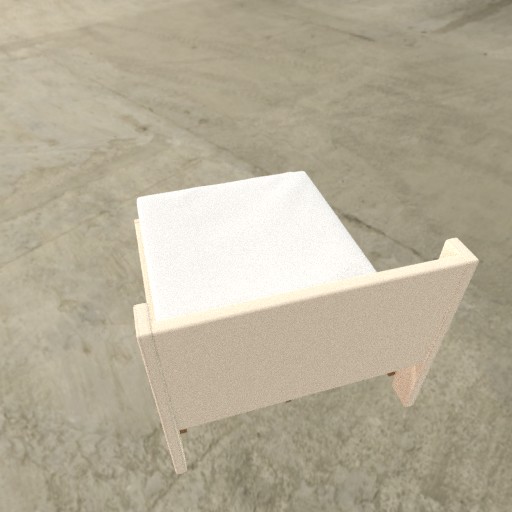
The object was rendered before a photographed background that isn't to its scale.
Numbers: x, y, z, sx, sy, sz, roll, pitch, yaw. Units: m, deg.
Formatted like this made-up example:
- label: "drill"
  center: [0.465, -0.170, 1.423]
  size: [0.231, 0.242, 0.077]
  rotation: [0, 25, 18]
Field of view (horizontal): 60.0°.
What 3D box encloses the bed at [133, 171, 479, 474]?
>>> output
- label: "bed"
  center: [0.000, 0.000, 3.421]
  size: [1.765, 1.471, 2.280]
  rotation: [-11, 43, -12]
